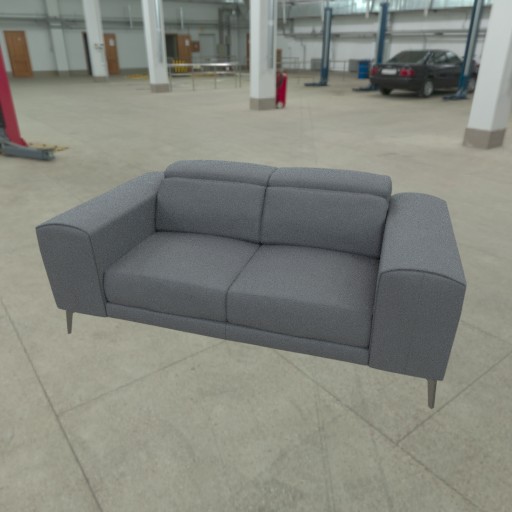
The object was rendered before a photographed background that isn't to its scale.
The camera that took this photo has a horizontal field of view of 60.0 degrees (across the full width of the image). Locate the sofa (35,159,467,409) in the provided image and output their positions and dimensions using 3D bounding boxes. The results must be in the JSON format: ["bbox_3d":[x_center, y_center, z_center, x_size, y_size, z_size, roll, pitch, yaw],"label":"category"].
[{"bbox_3d":[0.000,0.000,2.333,1.895,0.779,1.003,8,26,15],"label":"sofa"}]
